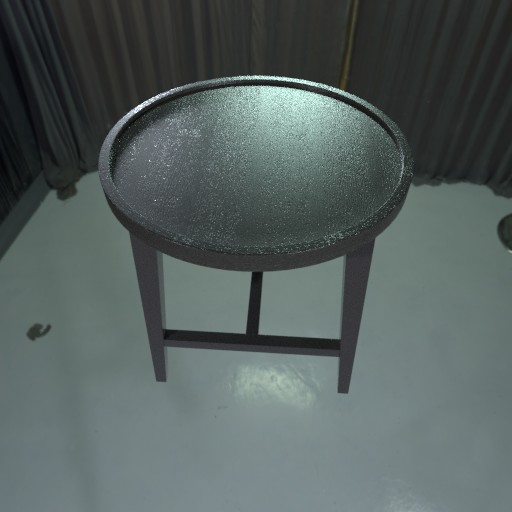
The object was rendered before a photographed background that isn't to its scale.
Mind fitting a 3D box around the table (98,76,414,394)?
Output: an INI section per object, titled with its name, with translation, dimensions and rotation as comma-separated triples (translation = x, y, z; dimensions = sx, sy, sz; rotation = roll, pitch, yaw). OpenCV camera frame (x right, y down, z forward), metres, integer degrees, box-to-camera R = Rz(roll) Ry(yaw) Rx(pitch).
[table]
translation = 0.000, 0.000, 0.915
dimensions = 0.500, 0.531, 0.500
rotation = 0, 47, 0
